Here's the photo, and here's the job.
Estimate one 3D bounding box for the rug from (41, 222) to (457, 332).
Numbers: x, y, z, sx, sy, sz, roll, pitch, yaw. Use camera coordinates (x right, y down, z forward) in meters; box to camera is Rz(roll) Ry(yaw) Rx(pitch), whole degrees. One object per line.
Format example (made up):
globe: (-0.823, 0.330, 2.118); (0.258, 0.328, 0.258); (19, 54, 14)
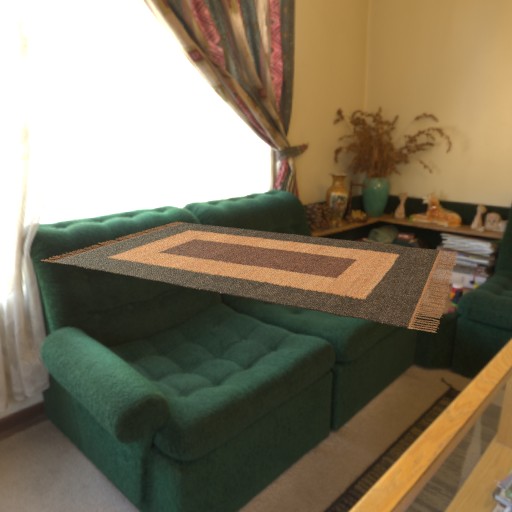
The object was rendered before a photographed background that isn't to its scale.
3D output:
rug: (0.000, 0.000, 1.891); (1.541, 0.013, 0.920); (8, 17, 26)
